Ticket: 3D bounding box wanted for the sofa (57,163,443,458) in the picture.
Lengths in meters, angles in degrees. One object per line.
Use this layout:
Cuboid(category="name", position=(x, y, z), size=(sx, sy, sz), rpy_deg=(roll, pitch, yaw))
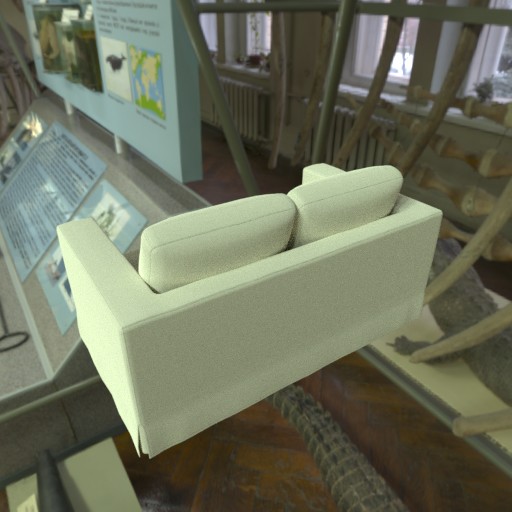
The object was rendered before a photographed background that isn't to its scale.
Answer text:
Cuboid(category="sofa", position=(0.000, 0.000, 2.419), size=(1.813, 0.932, 1.009), rpy_deg=(-18, 35, -29))
